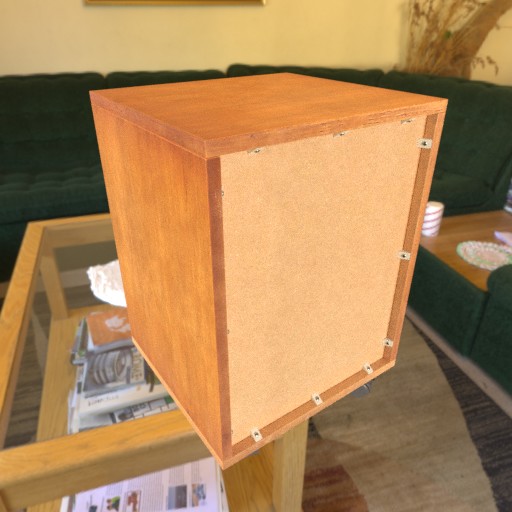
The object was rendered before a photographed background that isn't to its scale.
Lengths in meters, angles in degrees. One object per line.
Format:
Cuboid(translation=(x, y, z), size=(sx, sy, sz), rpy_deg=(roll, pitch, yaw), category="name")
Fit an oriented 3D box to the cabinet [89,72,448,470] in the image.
Cuboid(translation=(0.000, 0.000, 0.832), size=(0.409, 0.579, 0.401), rpy_deg=(-19, 34, -30), category="cabinet")
